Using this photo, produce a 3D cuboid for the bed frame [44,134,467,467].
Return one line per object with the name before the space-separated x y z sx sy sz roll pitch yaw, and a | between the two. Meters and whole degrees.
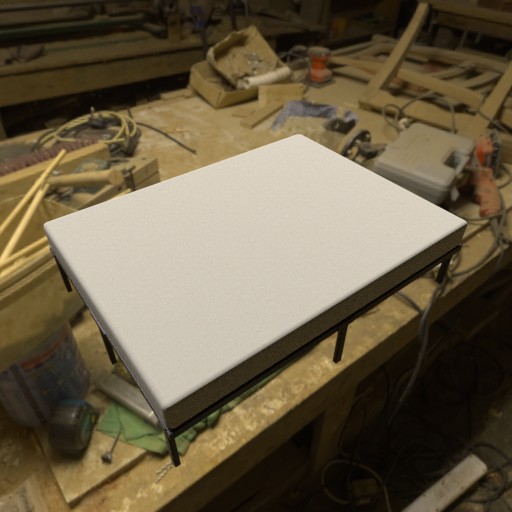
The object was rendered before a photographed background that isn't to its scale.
bed frame | 0.000 0.000 3.588 2.635 0.680 1.990 -26 47 -27
